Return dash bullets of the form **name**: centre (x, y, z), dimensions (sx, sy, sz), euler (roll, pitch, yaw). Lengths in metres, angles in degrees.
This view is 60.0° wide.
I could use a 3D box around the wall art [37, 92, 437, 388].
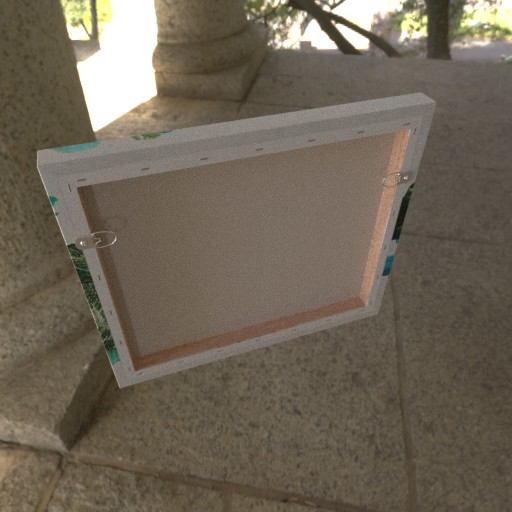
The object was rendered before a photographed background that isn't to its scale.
- **wall art**: centre (0.000, 0.000, 0.692), dimensions (0.507, 0.435, 0.041), euler (-13, 43, -14)
